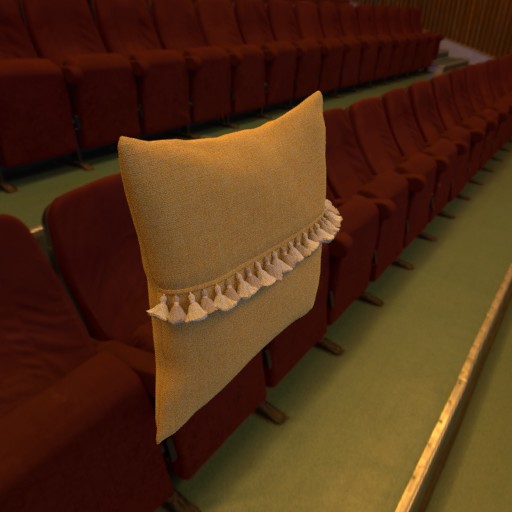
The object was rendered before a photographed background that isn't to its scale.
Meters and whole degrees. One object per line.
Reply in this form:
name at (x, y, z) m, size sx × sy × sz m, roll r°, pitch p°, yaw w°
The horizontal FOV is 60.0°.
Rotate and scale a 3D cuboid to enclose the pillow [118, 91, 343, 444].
pillow at (0.000, 0.000, 0.752) m, size 0.167 × 0.481 × 0.485 m, roll 19°, pitch 33°, yaw 31°
